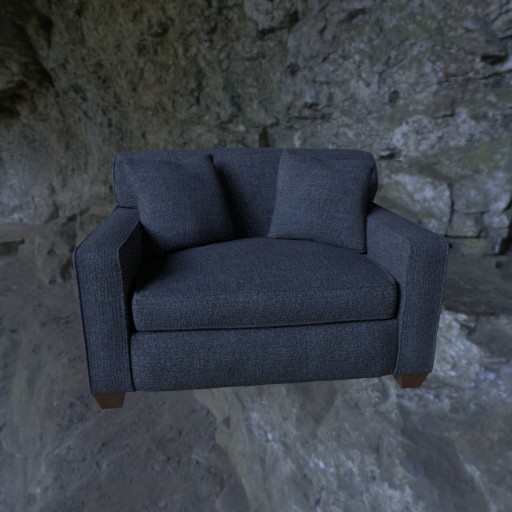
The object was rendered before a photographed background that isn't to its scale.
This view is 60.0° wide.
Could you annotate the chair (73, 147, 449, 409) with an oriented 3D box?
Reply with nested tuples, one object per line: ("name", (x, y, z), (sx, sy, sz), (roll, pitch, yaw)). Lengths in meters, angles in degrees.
("chair", (0.000, 0.000, 2.066), (1.383, 0.948, 1.000), (-2, 17, -6))
